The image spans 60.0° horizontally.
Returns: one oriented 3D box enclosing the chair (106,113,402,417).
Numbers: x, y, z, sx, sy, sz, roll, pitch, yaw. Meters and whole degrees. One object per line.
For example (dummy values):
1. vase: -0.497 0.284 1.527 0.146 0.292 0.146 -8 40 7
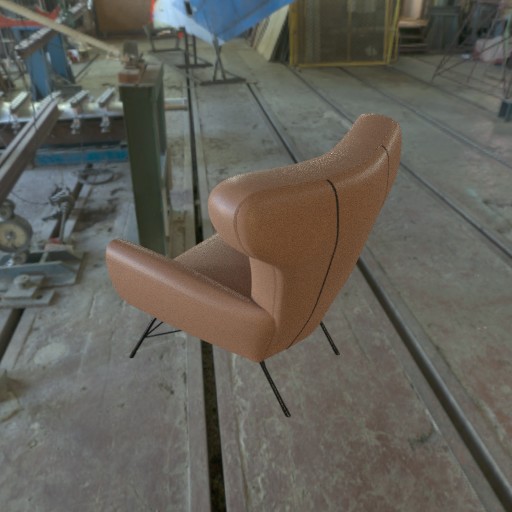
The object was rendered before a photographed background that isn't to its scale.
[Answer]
1. chair: 0.000 0.000 1.812 0.900 1.050 0.980 21 38 30
